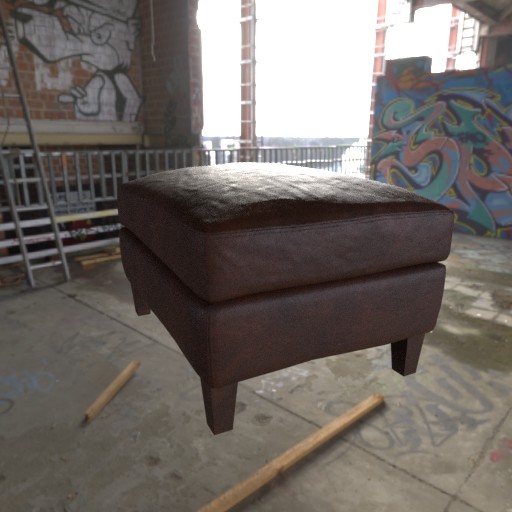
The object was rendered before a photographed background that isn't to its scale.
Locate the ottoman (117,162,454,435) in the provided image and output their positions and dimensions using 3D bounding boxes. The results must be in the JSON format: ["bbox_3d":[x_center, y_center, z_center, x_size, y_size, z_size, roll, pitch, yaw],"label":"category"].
[{"bbox_3d":[0.000,0.000,1.307,0.659,0.527,0.887,-7,17,-26],"label":"ottoman"}]
